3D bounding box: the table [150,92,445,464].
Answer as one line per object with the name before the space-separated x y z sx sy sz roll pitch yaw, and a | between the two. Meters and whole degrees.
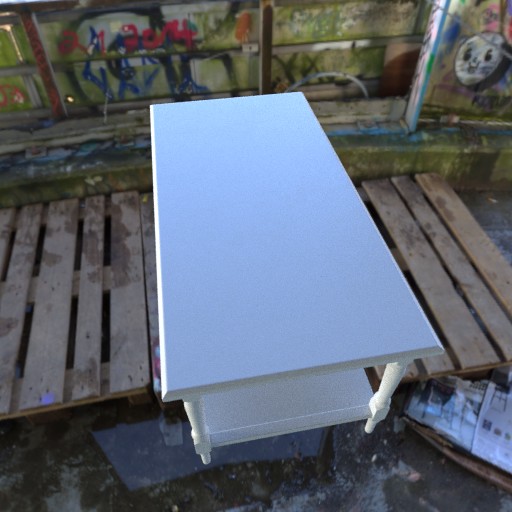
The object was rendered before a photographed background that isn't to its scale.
table | 0.000 0.000 1.392 0.551 0.506 1.109 -8 47 -7
